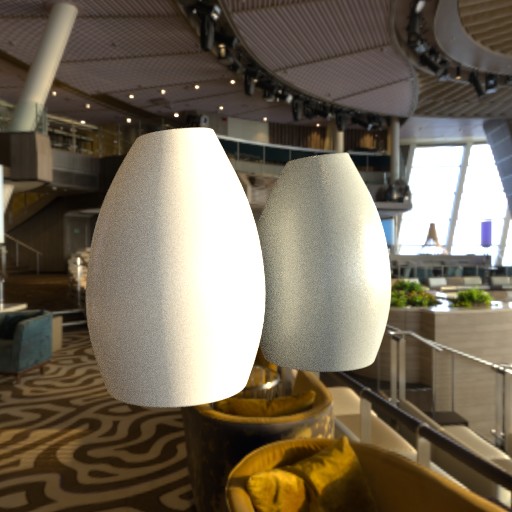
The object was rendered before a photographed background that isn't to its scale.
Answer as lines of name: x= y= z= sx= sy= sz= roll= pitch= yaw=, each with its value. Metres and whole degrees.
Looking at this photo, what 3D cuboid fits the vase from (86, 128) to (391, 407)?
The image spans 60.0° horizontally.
vase: x=0.000 y=0.000 z=0.256 sx=0.187 sy=0.131 sz=0.089 roll=-1 pitch=1 yaw=-35
